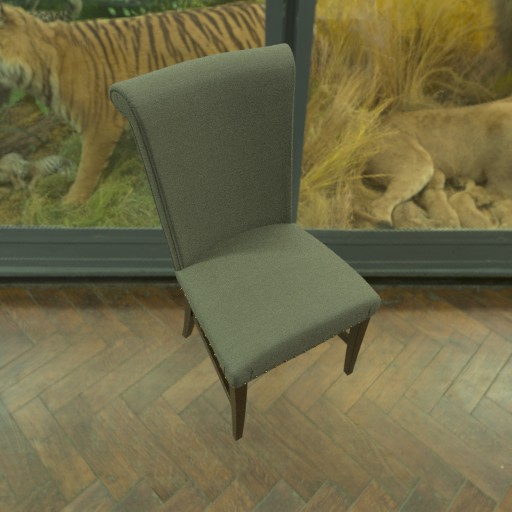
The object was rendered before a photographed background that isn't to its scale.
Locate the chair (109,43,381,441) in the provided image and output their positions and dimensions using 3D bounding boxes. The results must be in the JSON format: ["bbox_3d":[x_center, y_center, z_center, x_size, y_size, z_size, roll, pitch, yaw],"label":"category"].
[{"bbox_3d":[0.000,0.000,1.339,0.513,0.988,0.608,-23,51,-21],"label":"chair"}]
